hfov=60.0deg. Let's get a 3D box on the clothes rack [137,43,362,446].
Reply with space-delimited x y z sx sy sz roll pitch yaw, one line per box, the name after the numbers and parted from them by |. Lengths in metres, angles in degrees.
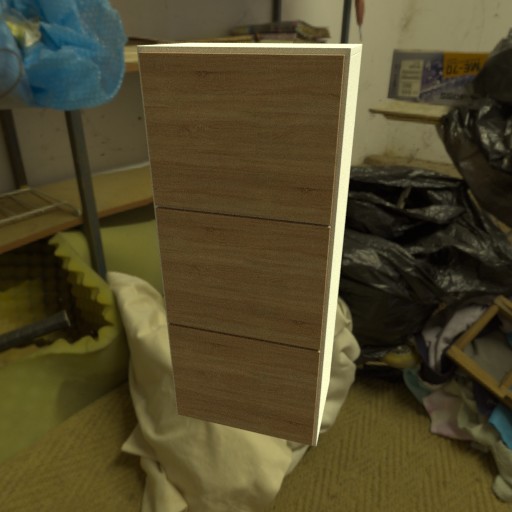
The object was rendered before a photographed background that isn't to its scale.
0.000 0.000 1.380 0.500 1.187 0.331 7 28 14 | clothes rack
